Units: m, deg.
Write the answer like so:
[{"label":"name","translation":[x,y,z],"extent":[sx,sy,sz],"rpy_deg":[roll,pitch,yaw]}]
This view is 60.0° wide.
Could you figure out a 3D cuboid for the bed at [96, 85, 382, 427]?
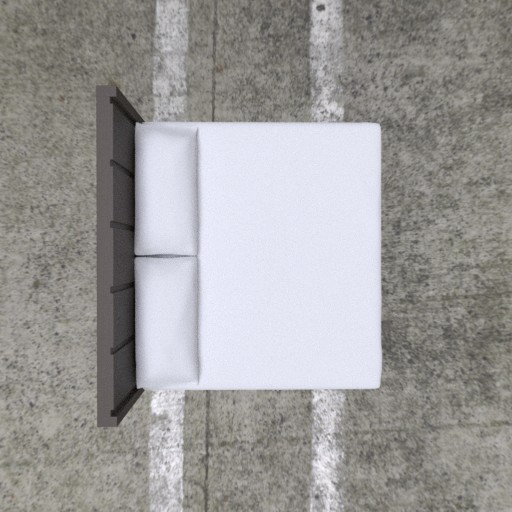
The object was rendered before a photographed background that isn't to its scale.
[{"label":"bed","translation":[0.000,0.000,3.417],"extent":[2.012,1.270,2.134],"rpy_deg":[0,90,-1]}]
